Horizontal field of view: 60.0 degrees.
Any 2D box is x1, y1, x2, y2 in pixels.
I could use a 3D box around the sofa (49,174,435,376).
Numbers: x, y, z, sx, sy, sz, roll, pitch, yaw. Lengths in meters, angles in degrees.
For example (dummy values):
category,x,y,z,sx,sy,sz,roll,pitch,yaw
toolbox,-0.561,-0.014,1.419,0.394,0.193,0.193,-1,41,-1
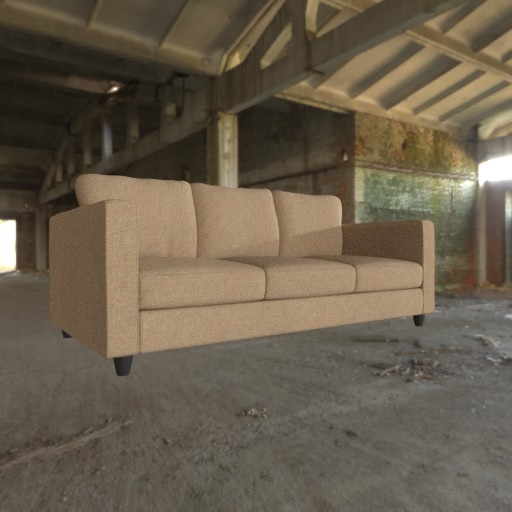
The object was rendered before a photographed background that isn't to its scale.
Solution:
category,x,y,z,sx,sy,sz,roll,pitch,yaw
sofa,0.000,0.000,2.347,1.855,0.800,0.930,-1,1,-36
